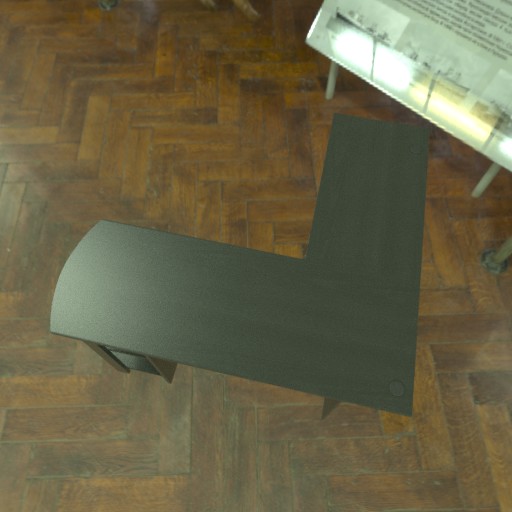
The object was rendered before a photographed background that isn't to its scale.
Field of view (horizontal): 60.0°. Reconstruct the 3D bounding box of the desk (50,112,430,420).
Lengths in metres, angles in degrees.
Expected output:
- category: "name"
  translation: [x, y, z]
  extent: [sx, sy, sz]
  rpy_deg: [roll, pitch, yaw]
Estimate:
- category: "desk"
  translation: [0.000, 0.000, 2.152]
  extent: [1.361, 0.716, 1.303]
  rpy_deg: [11, 63, 6]
